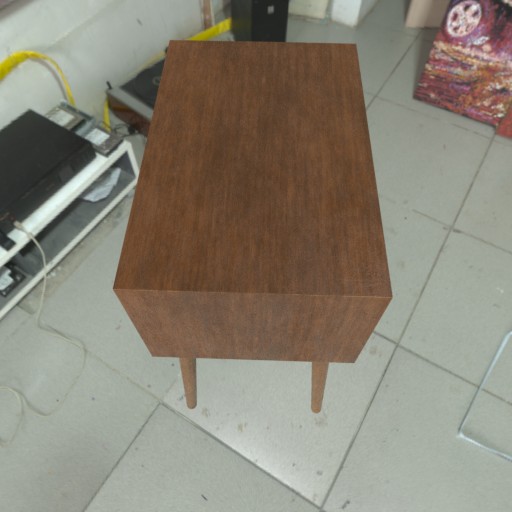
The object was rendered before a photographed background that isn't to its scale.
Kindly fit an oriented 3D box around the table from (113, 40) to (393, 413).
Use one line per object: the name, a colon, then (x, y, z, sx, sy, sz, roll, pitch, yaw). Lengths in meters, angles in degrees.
table: (0.000, 0.000, 0.841, 0.307, 0.580, 0.454, 2, 58, 1)
